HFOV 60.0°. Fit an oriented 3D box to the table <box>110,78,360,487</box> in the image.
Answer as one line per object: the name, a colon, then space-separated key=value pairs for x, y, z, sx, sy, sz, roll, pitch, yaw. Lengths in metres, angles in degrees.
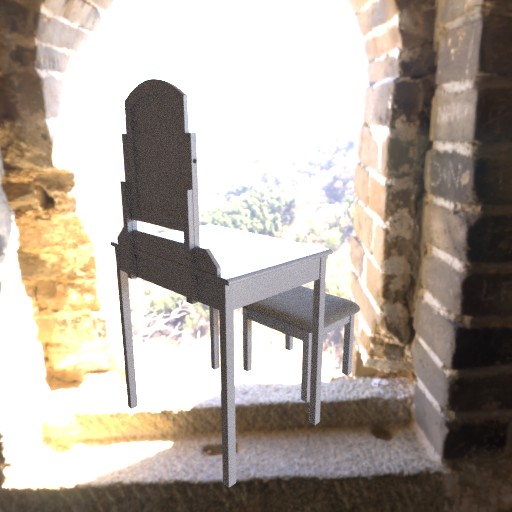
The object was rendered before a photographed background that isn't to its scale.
table: x=0.000 y=0.000 z=2.313 sx=0.876 sy=1.631 sz=1.211 roll=14 pitch=21 yaw=43
